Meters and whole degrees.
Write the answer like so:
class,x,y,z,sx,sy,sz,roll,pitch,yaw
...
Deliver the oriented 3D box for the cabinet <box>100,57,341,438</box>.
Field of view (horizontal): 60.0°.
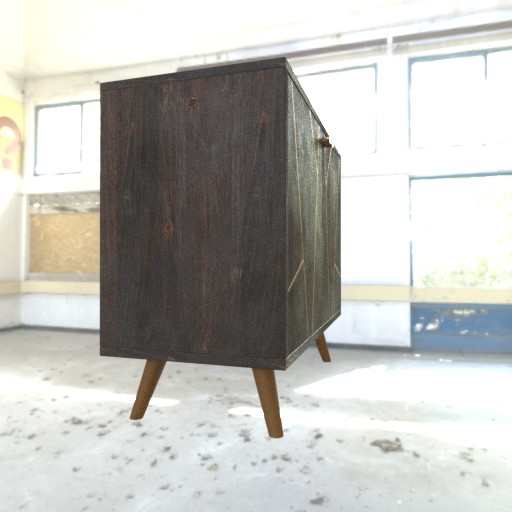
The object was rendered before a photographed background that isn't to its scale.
class,x,y,z,sx,sy,sz,roll,pitch,yaw
cabinet,0.000,0.000,1.557,0.529,0.897,1.023,0,0,18
